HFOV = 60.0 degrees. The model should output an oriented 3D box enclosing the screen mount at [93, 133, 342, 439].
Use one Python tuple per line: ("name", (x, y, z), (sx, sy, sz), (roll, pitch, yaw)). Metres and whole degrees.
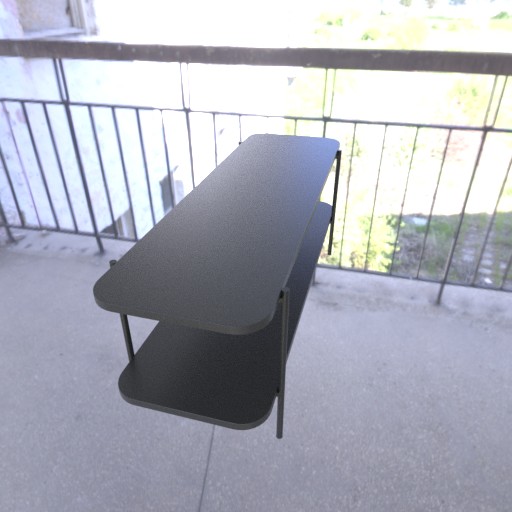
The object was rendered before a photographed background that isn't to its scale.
("screen mount", (0.000, 0.000, 1.416), (0.400, 0.447, 1.200), (8, 32, 13))
